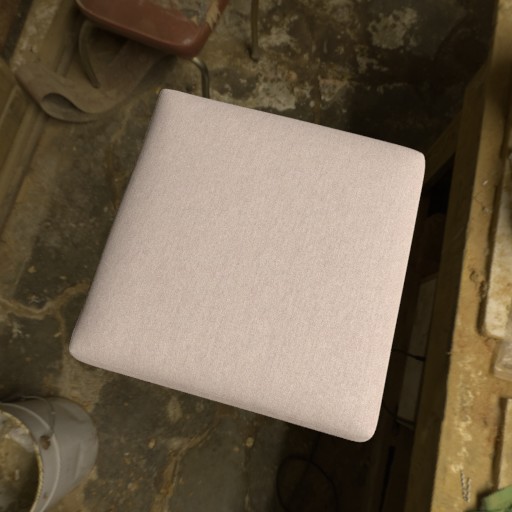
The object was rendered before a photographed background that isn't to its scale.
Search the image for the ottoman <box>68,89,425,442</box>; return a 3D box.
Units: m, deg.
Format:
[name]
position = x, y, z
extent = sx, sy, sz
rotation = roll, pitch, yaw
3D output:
[ottoman]
position = 0.000, 0.000, 1.626
extent = 1.041, 0.470, 1.041
rotation = 15, 76, 4
